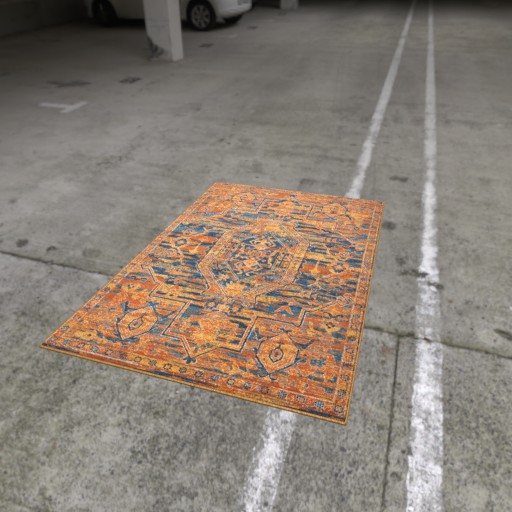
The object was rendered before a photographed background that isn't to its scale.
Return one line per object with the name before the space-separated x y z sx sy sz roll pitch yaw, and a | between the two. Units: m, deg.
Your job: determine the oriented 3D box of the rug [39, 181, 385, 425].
rug | 0.000 0.000 2.227 1.148 0.013 1.758 9 32 15
